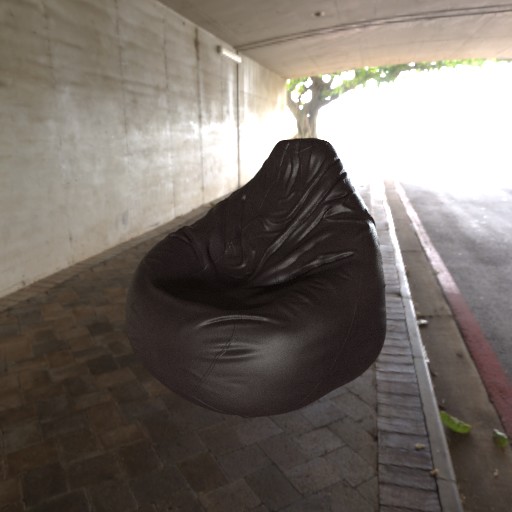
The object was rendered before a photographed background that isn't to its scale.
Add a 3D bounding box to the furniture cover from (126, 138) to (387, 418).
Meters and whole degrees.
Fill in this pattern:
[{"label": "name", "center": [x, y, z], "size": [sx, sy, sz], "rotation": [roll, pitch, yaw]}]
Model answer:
[{"label": "furniture cover", "center": [0.000, 0.000, 1.936], "size": [1.070, 0.990, 1.070], "rotation": [-15, 22, -42]}]
